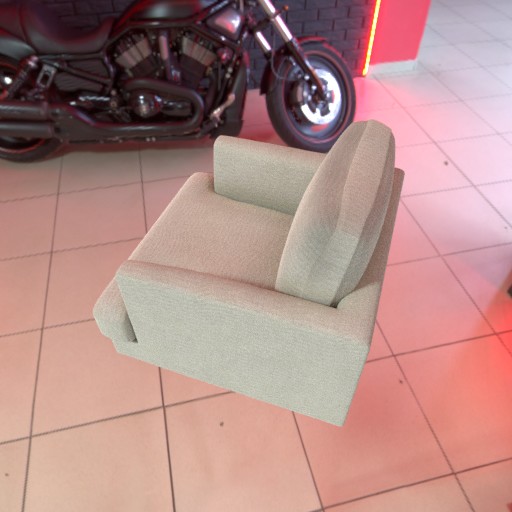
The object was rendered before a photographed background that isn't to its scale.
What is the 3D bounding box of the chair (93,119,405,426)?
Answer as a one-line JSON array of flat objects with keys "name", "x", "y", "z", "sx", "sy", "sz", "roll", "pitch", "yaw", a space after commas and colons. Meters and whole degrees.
[{"name": "chair", "x": 0.000, "y": 0.000, "z": 1.643, "sx": 0.899, "sy": 0.957, "sz": 0.858, "roll": 14, "pitch": 48, "yaw": 13}]
